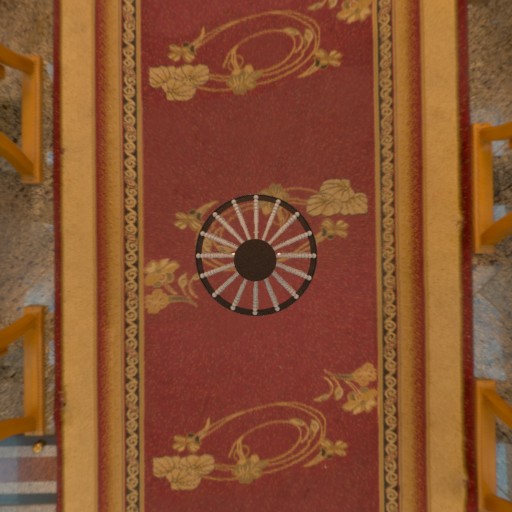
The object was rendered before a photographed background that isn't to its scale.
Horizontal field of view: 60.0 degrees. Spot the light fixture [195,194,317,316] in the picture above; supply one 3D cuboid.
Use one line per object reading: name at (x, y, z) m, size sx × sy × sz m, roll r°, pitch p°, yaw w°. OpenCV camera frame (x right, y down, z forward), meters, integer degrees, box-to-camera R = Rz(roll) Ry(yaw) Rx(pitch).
light fixture at (0.000, 0.000, 1.379) m, size 0.450 × 1.133 × 0.450 m, roll 0°, pitch 91°, yaw 0°
